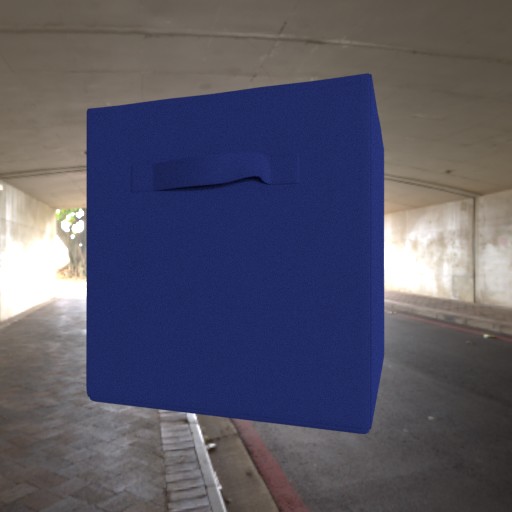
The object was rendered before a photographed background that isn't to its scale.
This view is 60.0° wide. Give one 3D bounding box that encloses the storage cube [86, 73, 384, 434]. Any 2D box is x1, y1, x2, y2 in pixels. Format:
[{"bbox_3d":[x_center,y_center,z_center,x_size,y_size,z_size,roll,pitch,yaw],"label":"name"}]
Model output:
[{"bbox_3d":[0.000,0.000,0.492,0.270,0.280,0.270,0,0,18],"label":"storage cube"}]
